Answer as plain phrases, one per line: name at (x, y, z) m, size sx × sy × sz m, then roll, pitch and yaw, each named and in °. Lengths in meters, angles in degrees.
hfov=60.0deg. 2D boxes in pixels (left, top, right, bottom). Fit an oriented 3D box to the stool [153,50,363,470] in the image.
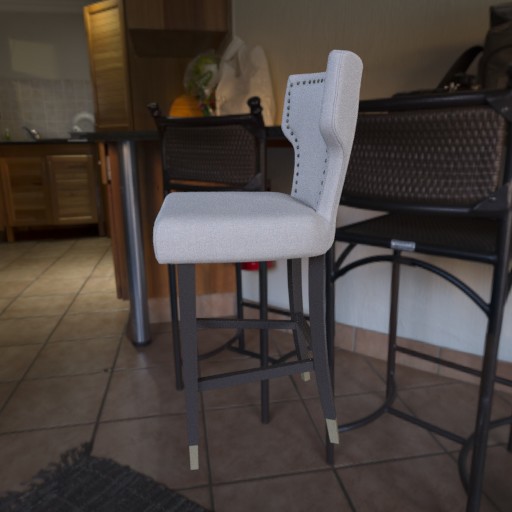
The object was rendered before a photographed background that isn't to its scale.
stool at (0.000, 0.000, 1.353) m, size 0.563 × 1.092 × 0.526 m, roll -2°, pitch 15°, yaw -8°
